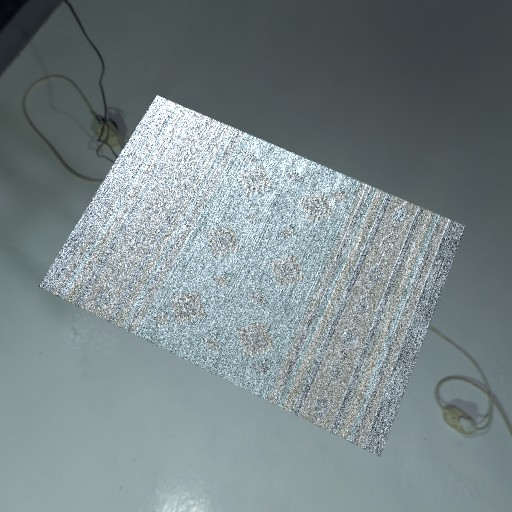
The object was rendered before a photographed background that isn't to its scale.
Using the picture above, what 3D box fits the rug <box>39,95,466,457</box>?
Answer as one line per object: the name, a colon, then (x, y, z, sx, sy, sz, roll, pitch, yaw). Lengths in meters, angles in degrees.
rug: (0.000, 0.000, 2.240, 1.811, 0.010, 1.212, 25, 76, 7)
